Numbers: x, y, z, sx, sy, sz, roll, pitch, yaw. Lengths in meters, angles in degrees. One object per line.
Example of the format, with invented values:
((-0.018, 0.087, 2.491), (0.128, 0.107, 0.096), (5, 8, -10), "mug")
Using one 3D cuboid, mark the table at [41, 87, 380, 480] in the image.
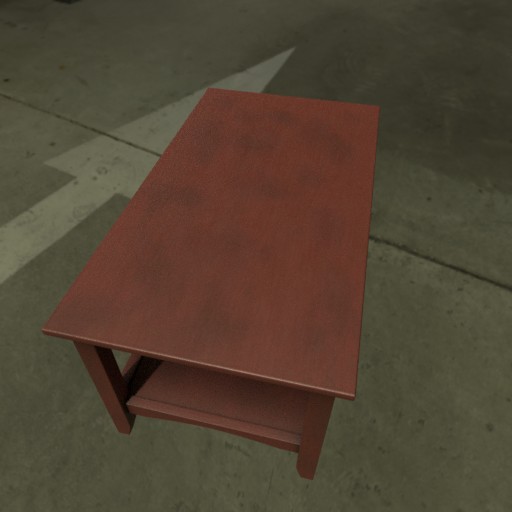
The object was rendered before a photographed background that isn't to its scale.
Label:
((0.000, 0.000, 1.195), (0.533, 0.456, 0.943), (10, 46, 9), "table")
